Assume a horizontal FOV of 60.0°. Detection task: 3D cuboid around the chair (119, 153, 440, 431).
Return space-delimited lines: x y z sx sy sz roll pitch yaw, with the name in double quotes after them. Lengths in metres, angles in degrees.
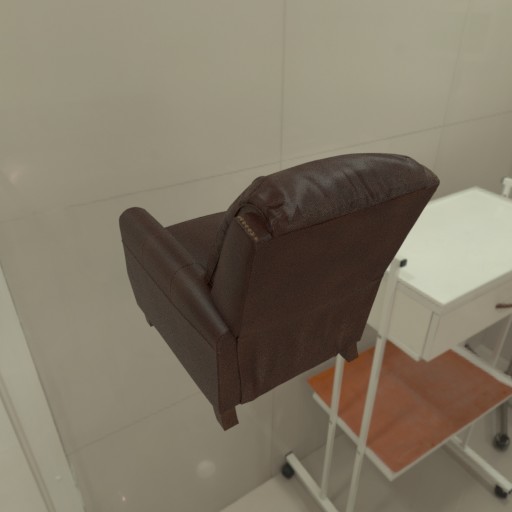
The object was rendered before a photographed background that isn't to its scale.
0.000 0.000 1.829 0.826 1.022 1.089 -19 35 -29 "chair"
